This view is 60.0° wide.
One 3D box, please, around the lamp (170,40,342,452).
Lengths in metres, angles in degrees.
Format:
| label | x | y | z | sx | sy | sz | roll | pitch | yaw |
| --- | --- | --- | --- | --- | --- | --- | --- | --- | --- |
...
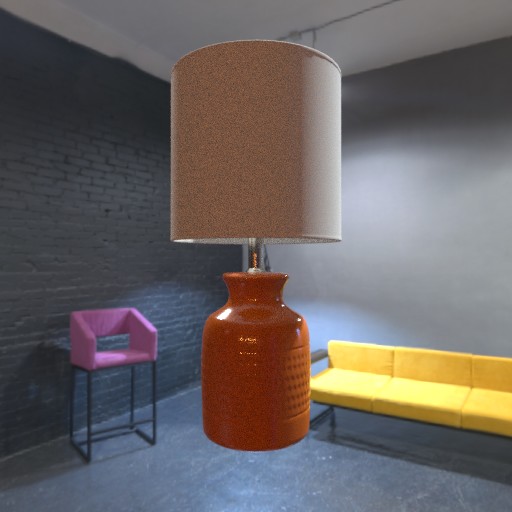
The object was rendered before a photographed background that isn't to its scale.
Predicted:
| label | x | y | z | sx | sy | sz | roll | pitch | yaw |
| --- | --- | --- | --- | --- | --- | --- | --- | --- | --- |
| lamp | 0.000 | 0.000 | 1.101 | 0.418 | 0.871 | 0.418 | 0 | 0 | 36 |
